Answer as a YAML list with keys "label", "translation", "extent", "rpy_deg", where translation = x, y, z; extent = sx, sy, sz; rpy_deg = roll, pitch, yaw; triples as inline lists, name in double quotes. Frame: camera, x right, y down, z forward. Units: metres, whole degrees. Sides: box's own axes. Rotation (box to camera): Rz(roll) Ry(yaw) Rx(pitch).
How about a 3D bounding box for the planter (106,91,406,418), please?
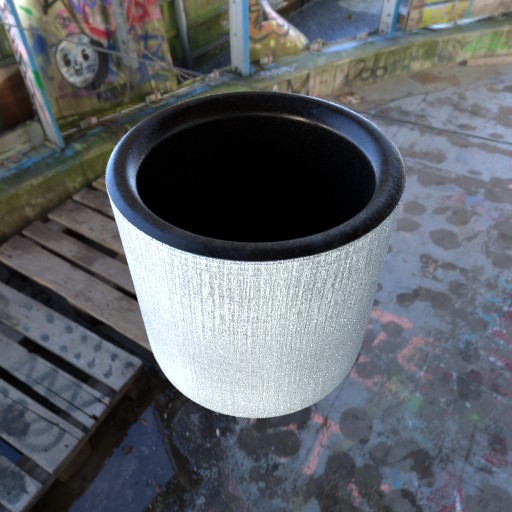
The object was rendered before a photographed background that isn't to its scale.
- label: "planter"
  translation: [0.000, 0.000, 0.291]
  extent: [0.160, 0.156, 0.160]
  rpy_deg: [0, 45, 0]
